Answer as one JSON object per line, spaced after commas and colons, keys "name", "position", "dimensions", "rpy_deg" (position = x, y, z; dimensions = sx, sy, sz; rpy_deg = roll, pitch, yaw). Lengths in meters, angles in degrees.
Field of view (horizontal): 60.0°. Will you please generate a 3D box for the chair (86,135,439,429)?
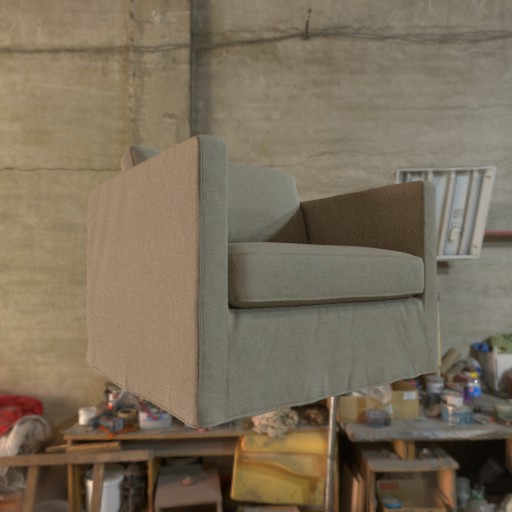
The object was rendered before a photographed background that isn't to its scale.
{"name": "chair", "position": [0.000, 0.000, 1.723], "dimensions": [1.057, 0.863, 0.949], "rpy_deg": [1, -2, -36]}
